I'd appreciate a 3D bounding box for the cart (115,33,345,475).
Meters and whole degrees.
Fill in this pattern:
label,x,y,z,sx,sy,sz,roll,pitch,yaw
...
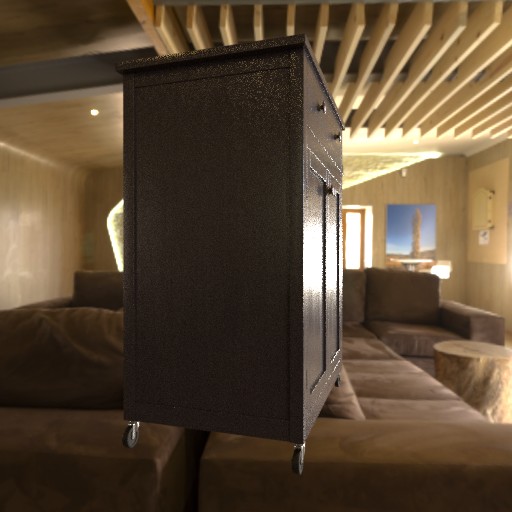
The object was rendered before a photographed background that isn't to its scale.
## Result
label,x,y,z,sx,sy,sz,roll,pitch,yaw
cart,0.000,0.000,1.262,0.449,0.878,0.690,0,0,18
